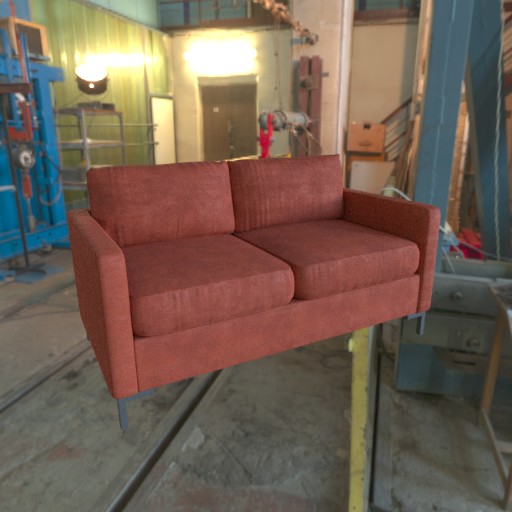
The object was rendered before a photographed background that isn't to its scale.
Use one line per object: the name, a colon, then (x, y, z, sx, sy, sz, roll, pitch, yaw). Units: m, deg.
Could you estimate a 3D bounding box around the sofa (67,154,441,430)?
sofa: (0.000, 0.000, 2.136, 1.574, 0.896, 0.864, -9, 19, -27)
